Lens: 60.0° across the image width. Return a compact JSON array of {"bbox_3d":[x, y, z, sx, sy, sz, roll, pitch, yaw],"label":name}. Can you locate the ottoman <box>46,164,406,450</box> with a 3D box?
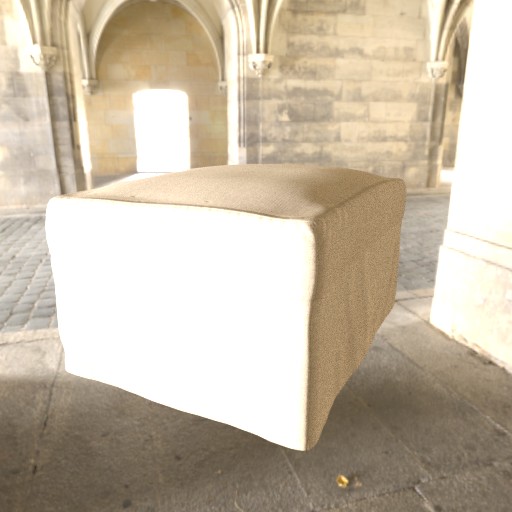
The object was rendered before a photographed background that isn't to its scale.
[{"bbox_3d":[0.000,0.000,1.223,0.650,0.485,0.833,8,18,26],"label":"ottoman"}]
